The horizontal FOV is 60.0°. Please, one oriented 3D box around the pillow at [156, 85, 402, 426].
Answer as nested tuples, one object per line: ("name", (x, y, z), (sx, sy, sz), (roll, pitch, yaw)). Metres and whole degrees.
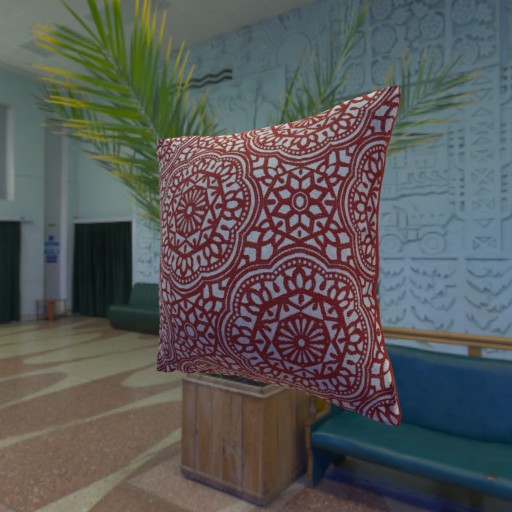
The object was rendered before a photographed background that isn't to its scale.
("pillow", (0.000, 0.000, 0.671), (0.438, 0.419, 0.162), (0, 0, 36))
